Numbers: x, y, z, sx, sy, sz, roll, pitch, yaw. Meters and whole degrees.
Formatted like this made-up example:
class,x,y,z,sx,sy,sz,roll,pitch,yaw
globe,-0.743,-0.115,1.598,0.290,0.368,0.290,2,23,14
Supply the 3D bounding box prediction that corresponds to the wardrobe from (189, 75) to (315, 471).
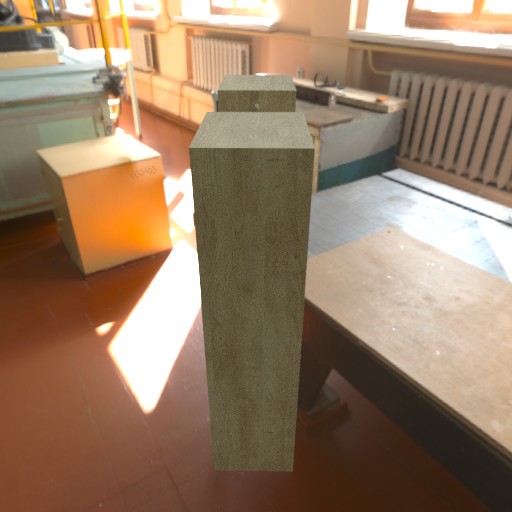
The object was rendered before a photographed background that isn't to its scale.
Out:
class,x,y,z,sx,sy,sz,roll,pitch,yaw
wardrobe,0.000,0.000,2.957,0.480,2.000,1.770,1,31,1
